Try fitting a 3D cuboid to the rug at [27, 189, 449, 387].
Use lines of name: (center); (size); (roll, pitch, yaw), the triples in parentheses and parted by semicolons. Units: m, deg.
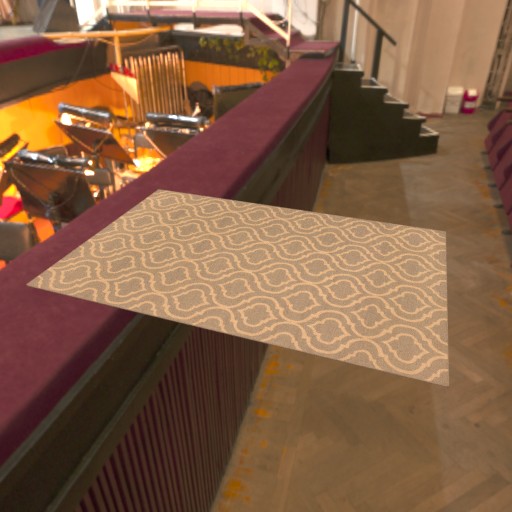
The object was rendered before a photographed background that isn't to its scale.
rug: (0.000, 0.000, 2.163); (1.749, 0.015, 1.141); (10, 32, 17)
